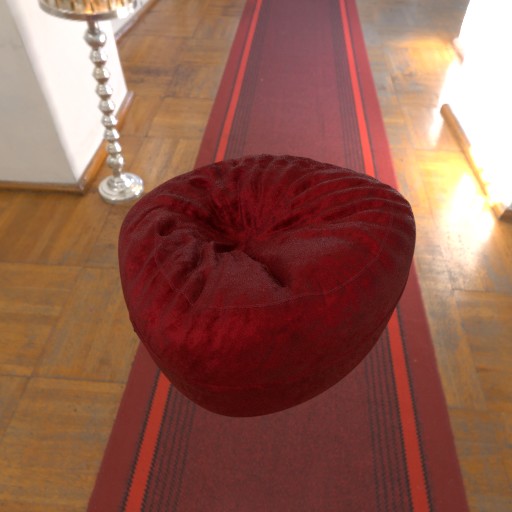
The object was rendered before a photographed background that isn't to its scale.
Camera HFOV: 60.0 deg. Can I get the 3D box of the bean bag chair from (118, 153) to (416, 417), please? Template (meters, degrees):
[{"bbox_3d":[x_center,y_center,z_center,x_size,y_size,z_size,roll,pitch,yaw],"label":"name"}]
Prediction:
[{"bbox_3d":[0.000,0.000,2.405,1.524,0.878,1.524,-32,55,-26],"label":"bean bag chair"}]
